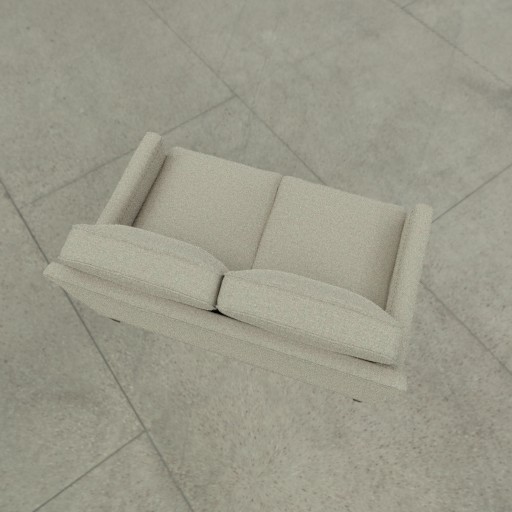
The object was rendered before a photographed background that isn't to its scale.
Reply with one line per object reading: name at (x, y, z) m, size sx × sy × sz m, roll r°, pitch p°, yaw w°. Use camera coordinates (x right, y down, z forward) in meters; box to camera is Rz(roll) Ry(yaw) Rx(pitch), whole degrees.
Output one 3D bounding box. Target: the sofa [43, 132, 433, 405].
sofa at (0.000, 0.000, 2.246) m, size 1.597 × 1.003 × 1.084 m, roll 16°, pitch 64°, yaw 8°
